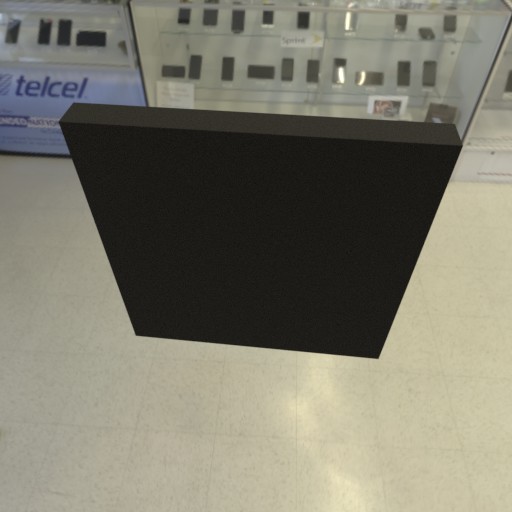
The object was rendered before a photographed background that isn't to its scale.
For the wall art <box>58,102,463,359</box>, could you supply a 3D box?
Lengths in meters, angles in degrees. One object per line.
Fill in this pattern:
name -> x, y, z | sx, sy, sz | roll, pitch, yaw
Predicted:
wall art -> 0.000, 0.000, 0.457 | 0.308, 0.305, 0.030 | 5, 47, 4
